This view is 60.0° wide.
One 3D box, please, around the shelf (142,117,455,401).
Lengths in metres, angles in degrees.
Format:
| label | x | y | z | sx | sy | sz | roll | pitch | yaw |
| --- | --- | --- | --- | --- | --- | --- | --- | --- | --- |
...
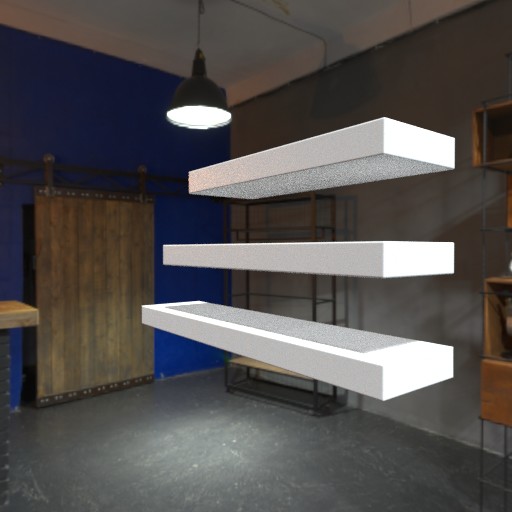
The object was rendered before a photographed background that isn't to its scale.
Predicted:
| label | x | y | z | sx | sy | sz | roll | pitch | yaw |
| --- | --- | --- | --- | --- | --- | --- | --- | --- | --- |
| shelf | 0.000 | 0.000 | 0.739 | 0.140 | 0.293 | 0.610 | -1 | 1 | -38 |
